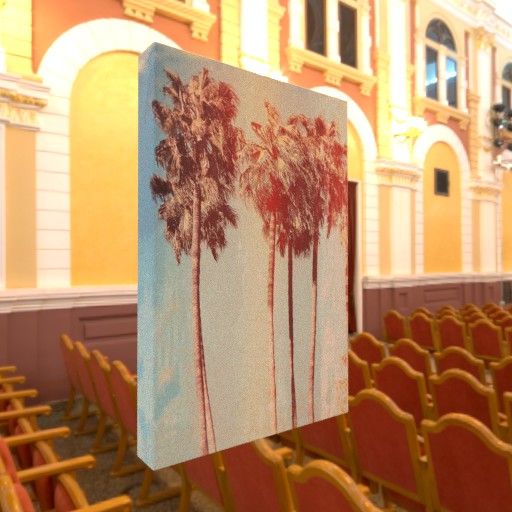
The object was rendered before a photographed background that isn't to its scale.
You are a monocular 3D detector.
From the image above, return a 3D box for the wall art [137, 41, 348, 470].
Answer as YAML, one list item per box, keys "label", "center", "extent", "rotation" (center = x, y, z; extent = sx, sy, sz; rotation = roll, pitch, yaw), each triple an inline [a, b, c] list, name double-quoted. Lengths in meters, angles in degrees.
- label: "wall art"
  center: [0.000, 0.000, 0.479]
  extent: [0.251, 0.380, 0.039]
  rotation: [0, -1, -36]
